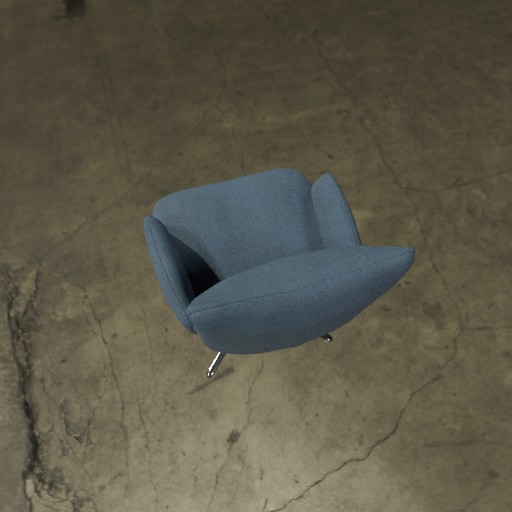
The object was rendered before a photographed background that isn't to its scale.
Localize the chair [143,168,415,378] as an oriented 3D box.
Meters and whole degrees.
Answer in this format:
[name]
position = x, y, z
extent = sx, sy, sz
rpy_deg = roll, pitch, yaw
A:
[chair]
position = 0.000, 0.000, 1.587
extent = 0.711, 1.016, 0.889
rpy_deg = -15, 60, -9
